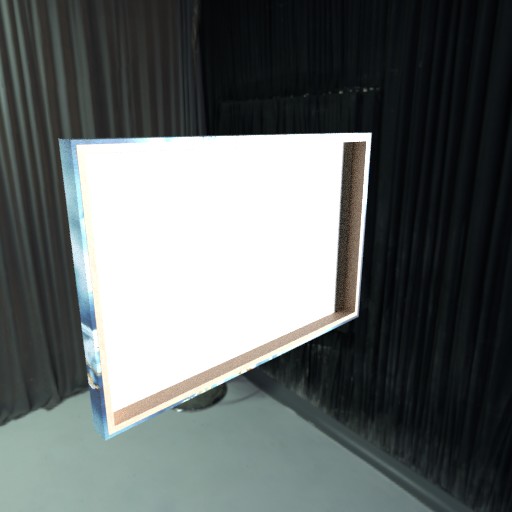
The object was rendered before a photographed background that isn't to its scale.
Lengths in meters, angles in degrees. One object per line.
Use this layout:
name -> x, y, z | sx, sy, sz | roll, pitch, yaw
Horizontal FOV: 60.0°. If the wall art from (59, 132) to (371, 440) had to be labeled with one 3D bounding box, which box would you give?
wall art -> 0.000, 0.000, 0.770 | 0.607, 0.405, 0.036 | -15, 22, -41
